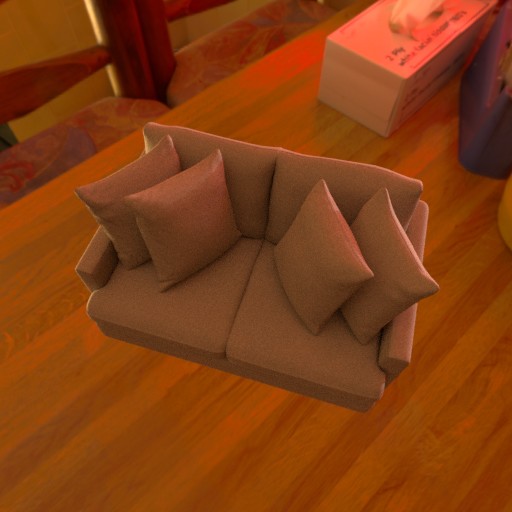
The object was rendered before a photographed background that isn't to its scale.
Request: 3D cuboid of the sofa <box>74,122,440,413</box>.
[{"bbox_3d":[0.000,0.000,2.643,1.869,1.080,1.228,14,60,8],"label":"sofa"}]
